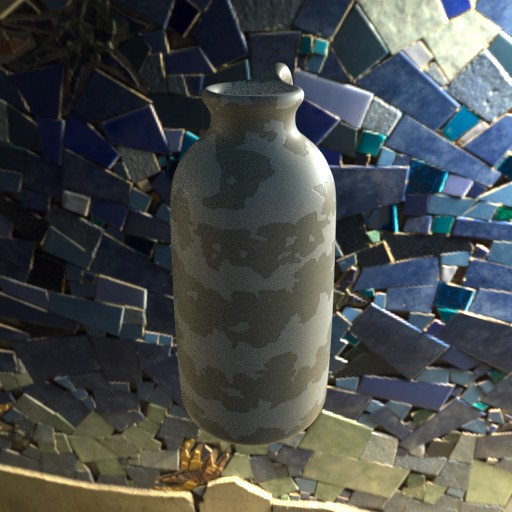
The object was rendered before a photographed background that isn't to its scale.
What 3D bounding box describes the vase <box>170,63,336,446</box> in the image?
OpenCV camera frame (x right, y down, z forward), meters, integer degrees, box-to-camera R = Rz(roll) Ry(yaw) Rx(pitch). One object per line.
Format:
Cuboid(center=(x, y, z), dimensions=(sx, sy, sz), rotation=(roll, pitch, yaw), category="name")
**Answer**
Cuboid(center=(0.000, 0.000, 0.490), dimensions=(0.186, 0.382, 0.203), rotation=(10, 31, 18), category="vase")
